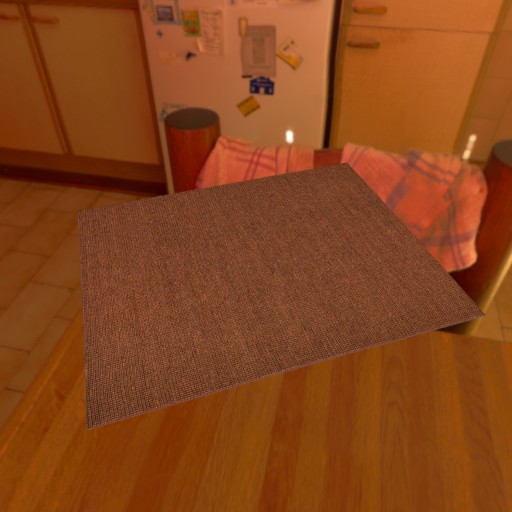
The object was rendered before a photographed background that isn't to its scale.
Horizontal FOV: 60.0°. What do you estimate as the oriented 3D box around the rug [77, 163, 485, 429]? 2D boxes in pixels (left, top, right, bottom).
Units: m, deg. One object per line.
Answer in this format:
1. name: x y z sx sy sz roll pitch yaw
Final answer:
1. rug: 0.000 0.000 4.037 3.068 0.021 2.456 -12 44 -13
